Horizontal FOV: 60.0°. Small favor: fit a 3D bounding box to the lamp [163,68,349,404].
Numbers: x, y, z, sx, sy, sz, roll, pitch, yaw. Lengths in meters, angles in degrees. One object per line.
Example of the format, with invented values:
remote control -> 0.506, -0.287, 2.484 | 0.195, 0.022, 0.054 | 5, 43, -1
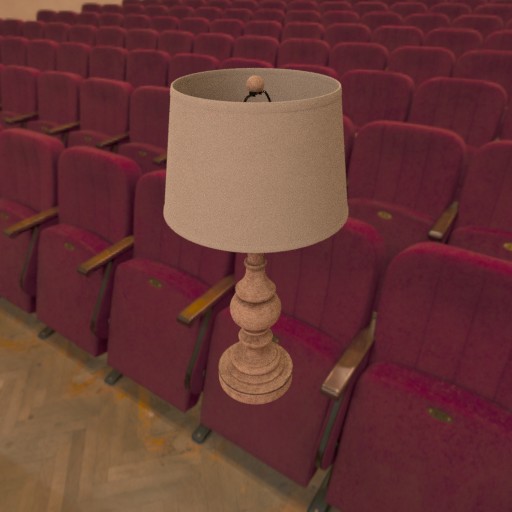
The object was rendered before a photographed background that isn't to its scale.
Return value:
lamp -> 0.000, 0.000, 0.887 | 0.340, 0.678, 0.340 | 0, 32, 0
